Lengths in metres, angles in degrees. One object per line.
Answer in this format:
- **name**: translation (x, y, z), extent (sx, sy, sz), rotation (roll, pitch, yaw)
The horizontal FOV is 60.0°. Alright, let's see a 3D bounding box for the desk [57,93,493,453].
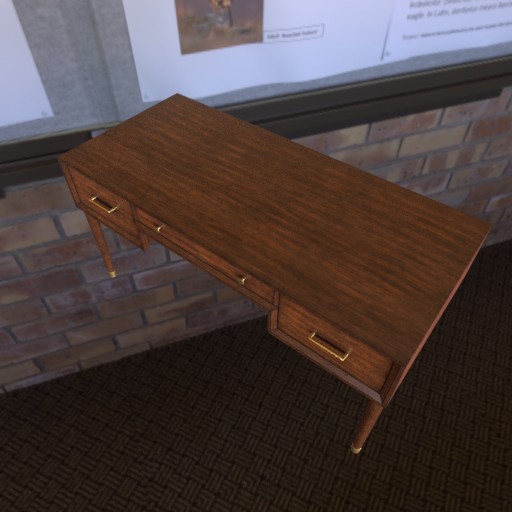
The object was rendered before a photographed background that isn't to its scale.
- **desk**: translation (0.000, 0.000, 1.994), extent (1.575, 0.762, 0.724), rotation (30, 54, 25)
